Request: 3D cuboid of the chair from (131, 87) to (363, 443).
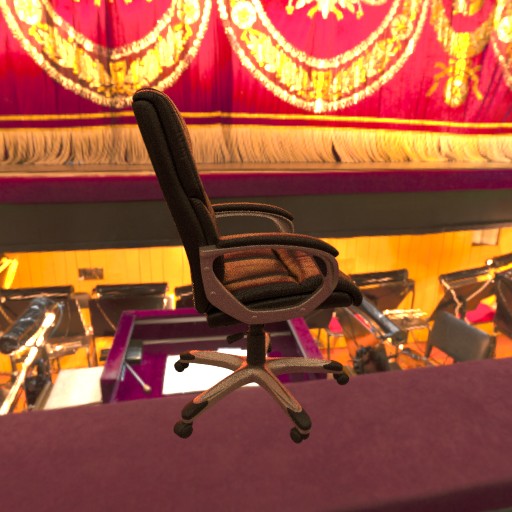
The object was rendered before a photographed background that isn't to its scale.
[{"bbox_3d":[0.000,0.000,1.634,0.780,1.145,0.700,-3,17,-10],"label":"chair"}]
